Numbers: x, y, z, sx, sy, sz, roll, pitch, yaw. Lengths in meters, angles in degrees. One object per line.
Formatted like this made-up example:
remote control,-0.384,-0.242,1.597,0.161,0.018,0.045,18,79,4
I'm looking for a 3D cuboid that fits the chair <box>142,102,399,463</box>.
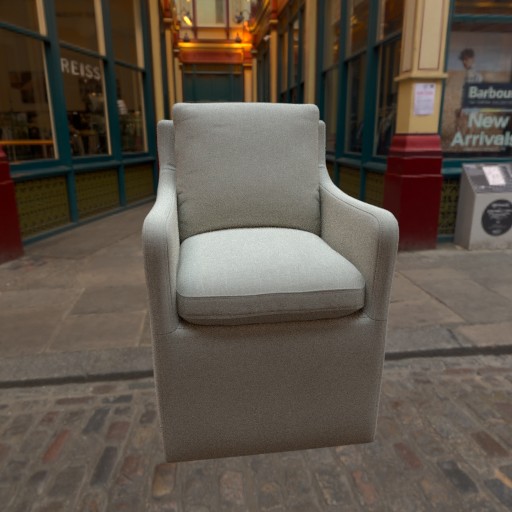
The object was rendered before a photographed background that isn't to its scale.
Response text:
chair,0.000,0.000,1.360,0.626,0.914,0.694,-2,16,-8
